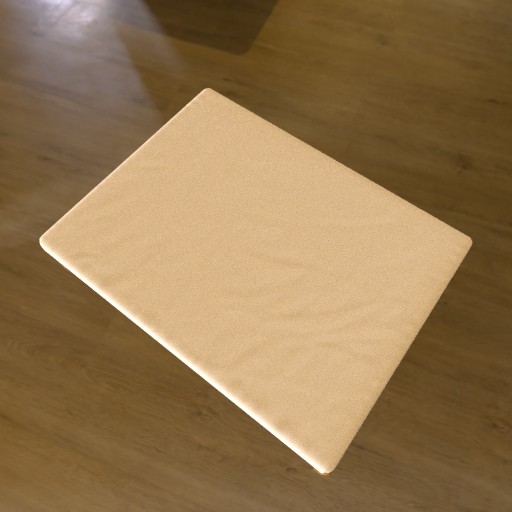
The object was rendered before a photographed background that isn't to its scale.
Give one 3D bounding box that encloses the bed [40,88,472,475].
[{"bbox_3d":[0.000,0.000,2.722,2.016,0.431,1.536,34,69,16],"label":"bed"}]
